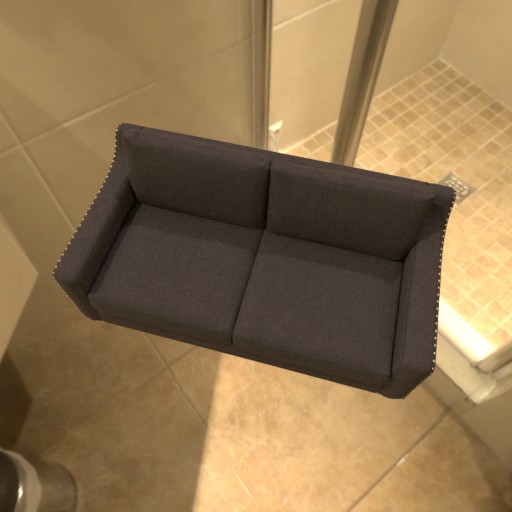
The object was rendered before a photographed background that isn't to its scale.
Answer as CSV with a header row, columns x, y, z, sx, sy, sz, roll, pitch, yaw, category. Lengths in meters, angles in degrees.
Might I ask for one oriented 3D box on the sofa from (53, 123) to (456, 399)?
x,y,z,sx,sy,sz,roll,pitch,yaw,category
0.000,0.000,3.275,2.550,1.196,1.336,13,60,8,sofa
